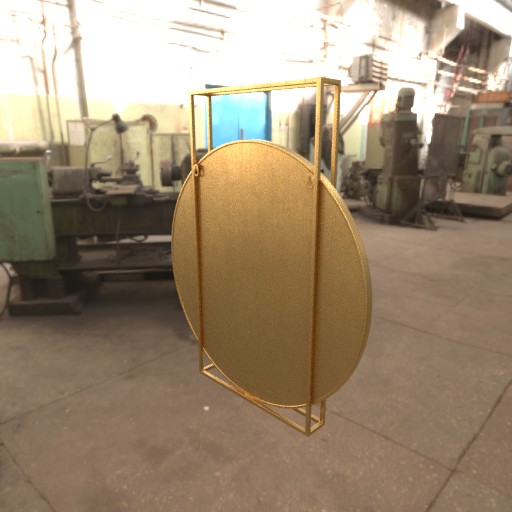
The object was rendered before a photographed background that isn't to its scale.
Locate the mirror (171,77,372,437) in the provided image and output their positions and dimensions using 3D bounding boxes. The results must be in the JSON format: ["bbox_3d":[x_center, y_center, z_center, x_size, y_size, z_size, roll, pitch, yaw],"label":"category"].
[{"bbox_3d":[0.000,0.000,0.839,0.051,0.603,0.508,-15,21,-43],"label":"mirror"}]
